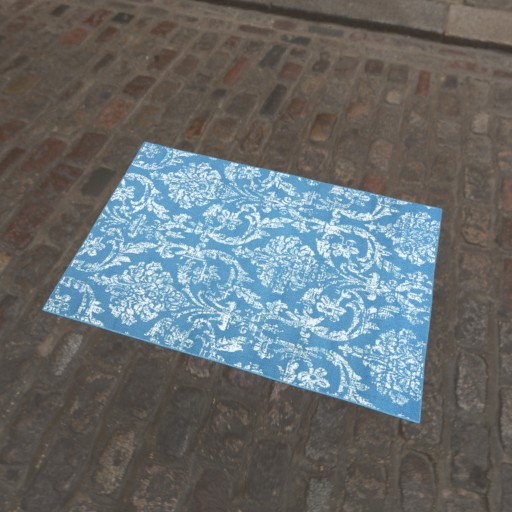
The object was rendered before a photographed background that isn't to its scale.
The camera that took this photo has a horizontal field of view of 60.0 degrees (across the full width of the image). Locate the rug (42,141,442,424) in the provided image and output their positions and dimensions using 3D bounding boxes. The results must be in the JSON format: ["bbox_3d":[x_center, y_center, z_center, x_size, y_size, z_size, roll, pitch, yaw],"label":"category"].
[{"bbox_3d":[0.000,0.000,2.341,1.833,0.012,1.211,14,59,9],"label":"rug"}]
